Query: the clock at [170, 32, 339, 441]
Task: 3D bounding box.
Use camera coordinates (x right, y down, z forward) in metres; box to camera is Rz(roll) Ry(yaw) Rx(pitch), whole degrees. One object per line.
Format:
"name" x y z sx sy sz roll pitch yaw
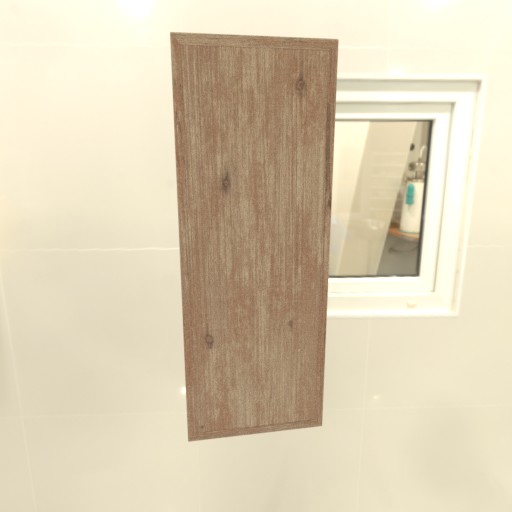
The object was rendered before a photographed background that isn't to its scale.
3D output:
"clock" 0.000 0.000 1.067 0.361 0.965 0.030 -3 15 -10
